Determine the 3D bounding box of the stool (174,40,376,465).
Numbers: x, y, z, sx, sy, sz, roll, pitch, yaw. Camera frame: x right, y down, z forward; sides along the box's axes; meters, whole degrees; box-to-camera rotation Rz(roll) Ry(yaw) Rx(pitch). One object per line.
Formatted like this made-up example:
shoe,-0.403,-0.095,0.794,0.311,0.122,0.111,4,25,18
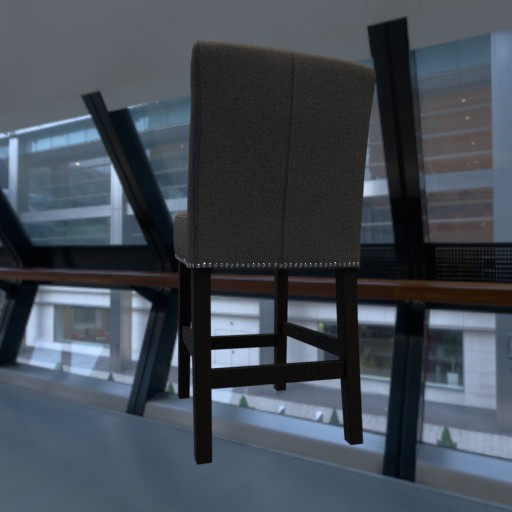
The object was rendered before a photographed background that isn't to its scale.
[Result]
stool,0.000,0.000,1.199,0.427,0.885,0.571,0,-1,-17
